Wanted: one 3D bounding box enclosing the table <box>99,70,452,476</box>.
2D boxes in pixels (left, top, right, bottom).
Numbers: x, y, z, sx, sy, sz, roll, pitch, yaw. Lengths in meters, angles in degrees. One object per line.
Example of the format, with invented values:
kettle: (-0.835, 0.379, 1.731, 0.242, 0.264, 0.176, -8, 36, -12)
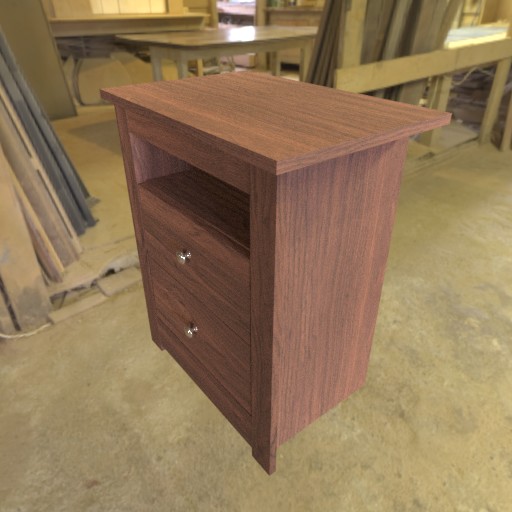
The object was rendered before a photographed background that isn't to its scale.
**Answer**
table: (0.000, 0.000, 1.048, 0.406, 0.711, 0.589, -22, 38, -32)
